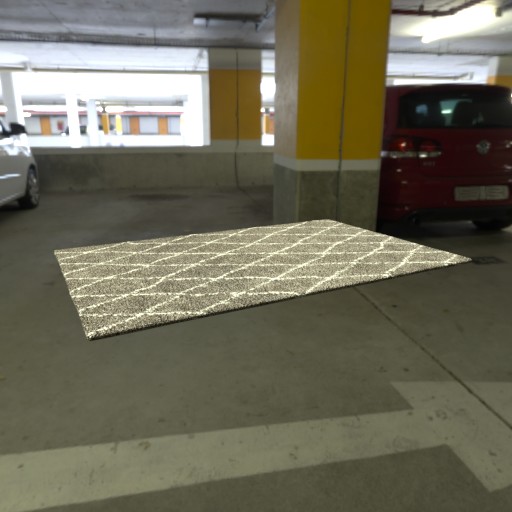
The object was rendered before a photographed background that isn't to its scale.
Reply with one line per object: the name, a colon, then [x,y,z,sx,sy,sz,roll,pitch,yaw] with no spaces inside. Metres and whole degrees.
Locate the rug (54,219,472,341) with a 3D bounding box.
rug: [0.000,0.000,3.445,2.743,0.030,1.778,-8,18,-27]
